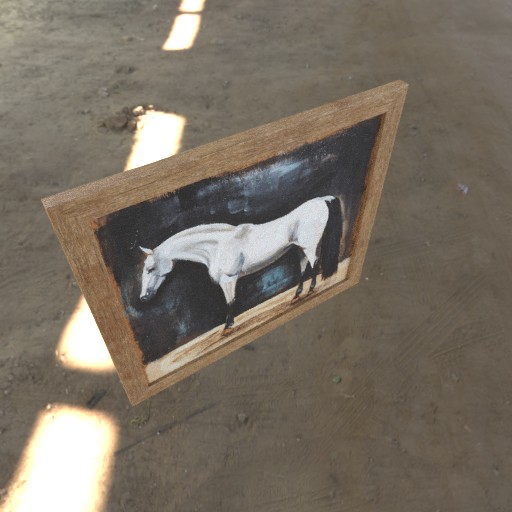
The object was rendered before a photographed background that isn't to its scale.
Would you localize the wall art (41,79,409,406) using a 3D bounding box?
[{"bbox_3d":[0.000,0.000,0.945,0.690,0.588,0.026,-25,51,-22],"label":"wall art"}]
